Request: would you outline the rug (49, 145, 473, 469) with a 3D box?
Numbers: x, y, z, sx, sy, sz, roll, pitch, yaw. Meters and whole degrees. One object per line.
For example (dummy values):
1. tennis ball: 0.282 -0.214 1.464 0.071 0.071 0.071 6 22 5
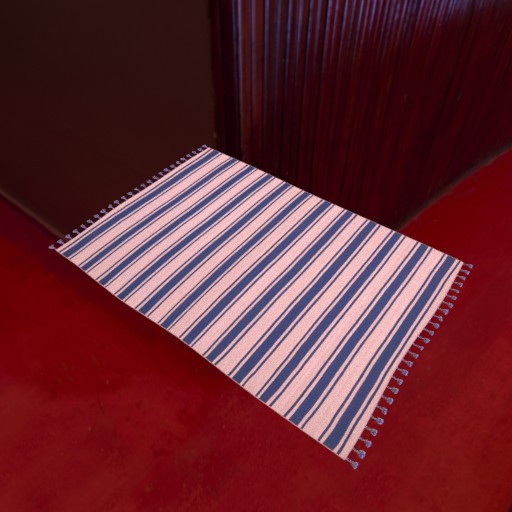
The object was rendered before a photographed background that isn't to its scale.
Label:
1. rug: 0.000 0.000 2.870 2.315 0.010 1.544 29 53 25
